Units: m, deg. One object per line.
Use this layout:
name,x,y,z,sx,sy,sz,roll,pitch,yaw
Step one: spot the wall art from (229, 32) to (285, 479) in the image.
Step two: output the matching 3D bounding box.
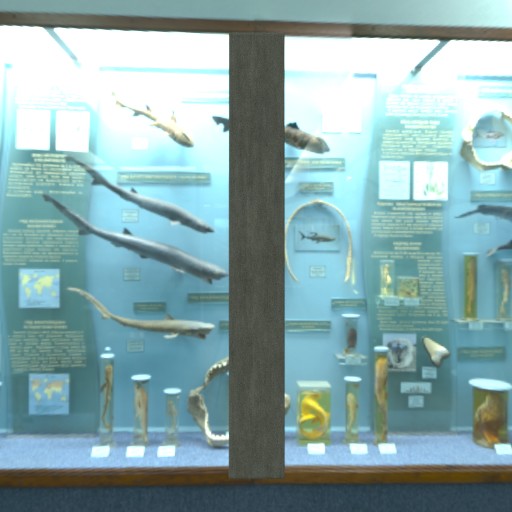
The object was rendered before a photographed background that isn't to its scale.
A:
wall art,0.000,0.000,0.451,0.038,0.302,0.303,0,0,0
